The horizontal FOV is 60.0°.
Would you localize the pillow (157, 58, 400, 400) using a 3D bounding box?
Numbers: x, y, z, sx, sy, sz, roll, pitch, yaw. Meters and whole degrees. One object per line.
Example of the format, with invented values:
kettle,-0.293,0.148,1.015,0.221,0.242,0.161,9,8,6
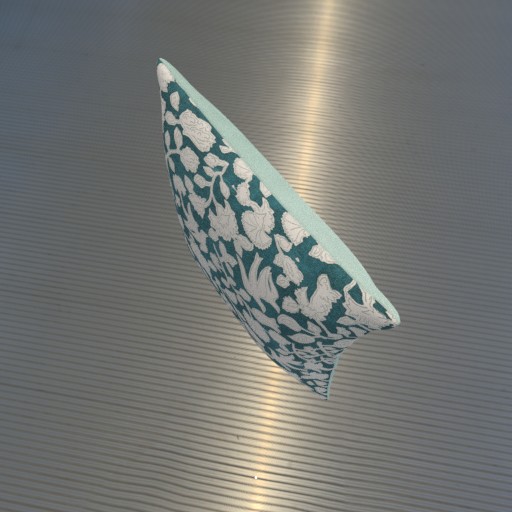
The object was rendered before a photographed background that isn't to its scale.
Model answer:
pillow,0.000,0.000,0.808,0.166,0.508,0.525,-33,68,-15
